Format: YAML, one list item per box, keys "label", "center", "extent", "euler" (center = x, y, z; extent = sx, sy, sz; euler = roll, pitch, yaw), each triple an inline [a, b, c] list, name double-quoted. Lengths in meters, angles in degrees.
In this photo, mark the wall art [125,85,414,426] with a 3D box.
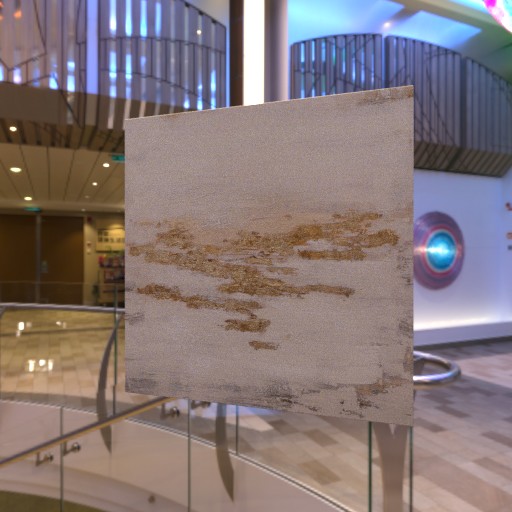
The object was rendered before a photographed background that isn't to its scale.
- label: "wall art"
  center: [0.000, 0.000, 0.913]
  extent: [0.611, 0.613, 0.040]
  euler: [0, 0, 19]
